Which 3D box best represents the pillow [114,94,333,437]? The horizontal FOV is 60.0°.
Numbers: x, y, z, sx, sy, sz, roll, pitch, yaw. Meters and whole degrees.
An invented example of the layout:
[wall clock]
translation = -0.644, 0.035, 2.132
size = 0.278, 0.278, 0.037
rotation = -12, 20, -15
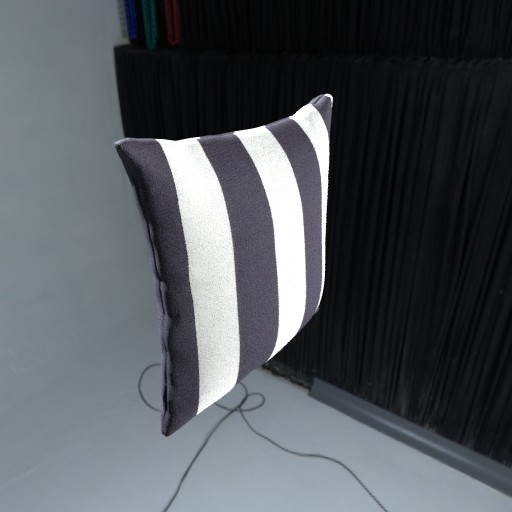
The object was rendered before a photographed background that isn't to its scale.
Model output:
[pillow]
translation = 0.000, 0.000, 0.833
size = 0.189, 0.526, 0.536
rotation = 19, 32, 32
